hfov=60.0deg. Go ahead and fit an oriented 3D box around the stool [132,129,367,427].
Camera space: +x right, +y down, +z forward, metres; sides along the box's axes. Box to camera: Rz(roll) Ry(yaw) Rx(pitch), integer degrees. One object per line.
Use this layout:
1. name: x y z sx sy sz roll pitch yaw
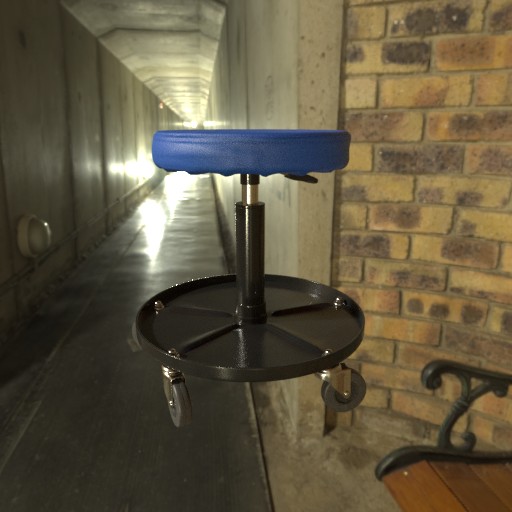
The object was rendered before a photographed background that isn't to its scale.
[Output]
1. stool: 0.000 0.000 0.668 0.382 0.365 0.381 -16 23 -42
